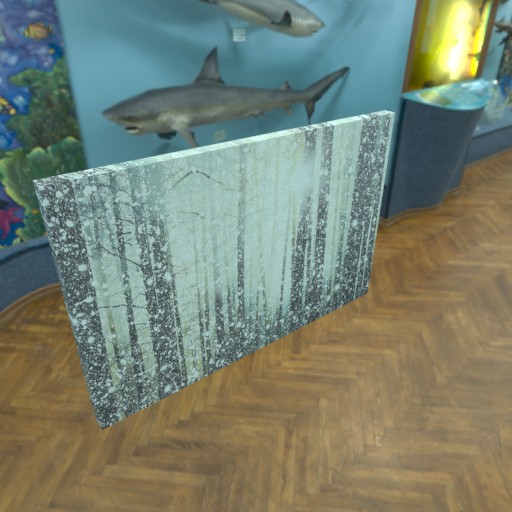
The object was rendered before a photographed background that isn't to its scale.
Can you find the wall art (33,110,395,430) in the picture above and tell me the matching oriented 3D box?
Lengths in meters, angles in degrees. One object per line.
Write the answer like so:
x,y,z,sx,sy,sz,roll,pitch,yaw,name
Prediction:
0.000,0.000,1.128,0.919,0.598,0.038,-21,36,-31,wall art
